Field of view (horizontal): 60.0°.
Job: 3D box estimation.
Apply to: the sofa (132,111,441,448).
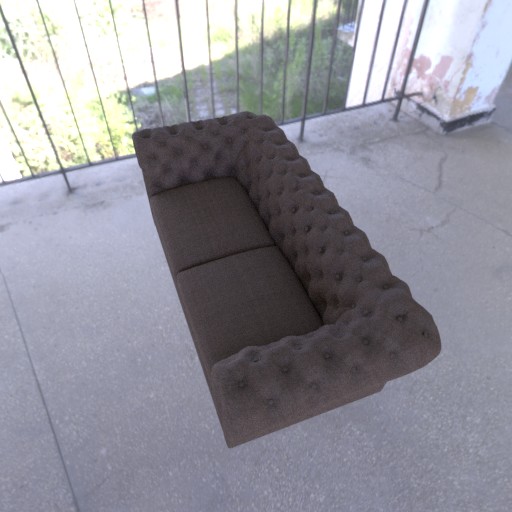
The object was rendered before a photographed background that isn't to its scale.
[{"bbox_3d":[0.000,0.000,2.493,0.944,0.780,2.048,-15,48,-14],"label":"sofa"}]
